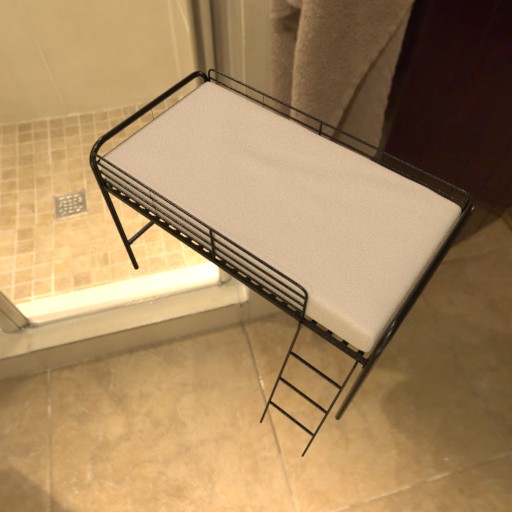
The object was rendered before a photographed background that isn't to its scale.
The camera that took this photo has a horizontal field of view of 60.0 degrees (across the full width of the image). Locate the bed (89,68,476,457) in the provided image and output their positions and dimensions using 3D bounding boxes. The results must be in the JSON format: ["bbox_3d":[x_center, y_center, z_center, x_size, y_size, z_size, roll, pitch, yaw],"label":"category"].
[{"bbox_3d":[0.000,0.000,2.907,1.968,1.289,1.393,33,62,20],"label":"bed"}]
